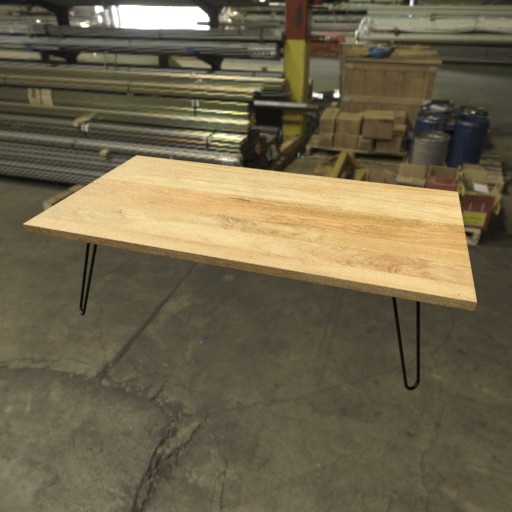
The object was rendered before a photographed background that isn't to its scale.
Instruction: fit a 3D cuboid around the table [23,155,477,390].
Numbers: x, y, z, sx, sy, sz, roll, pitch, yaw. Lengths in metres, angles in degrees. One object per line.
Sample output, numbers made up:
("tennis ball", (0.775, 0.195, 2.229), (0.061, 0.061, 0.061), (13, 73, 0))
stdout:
("table", (0.000, 0.000, 1.635), (1.348, 0.400, 0.699), (9, 33, 15))
